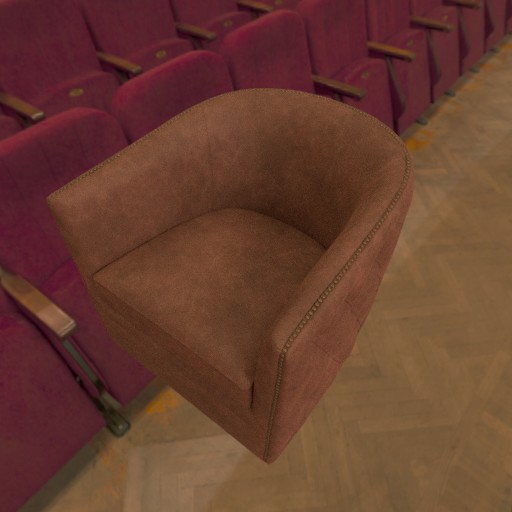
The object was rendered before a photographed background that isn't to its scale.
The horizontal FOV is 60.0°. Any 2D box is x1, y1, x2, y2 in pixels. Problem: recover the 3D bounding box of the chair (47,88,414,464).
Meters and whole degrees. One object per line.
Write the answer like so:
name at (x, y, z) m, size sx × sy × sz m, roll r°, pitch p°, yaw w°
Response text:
chair at (0.000, 0.000, 1.503) m, size 0.850 × 0.790 × 0.870 m, roll 29°, pitch 52°, yaw 26°
